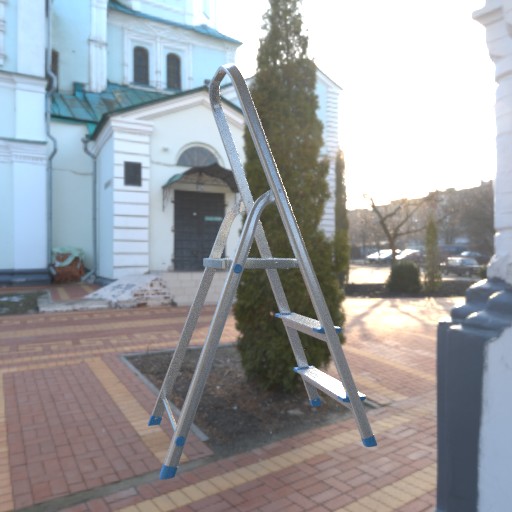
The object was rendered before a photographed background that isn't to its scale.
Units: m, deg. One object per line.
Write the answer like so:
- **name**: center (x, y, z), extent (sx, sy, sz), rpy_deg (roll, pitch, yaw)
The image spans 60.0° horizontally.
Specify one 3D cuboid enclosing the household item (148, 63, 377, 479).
- **household item**: center (0.000, 0.000, 1.507), extent (0.687, 1.215, 0.420), rpy_deg (0, 0, -18)
